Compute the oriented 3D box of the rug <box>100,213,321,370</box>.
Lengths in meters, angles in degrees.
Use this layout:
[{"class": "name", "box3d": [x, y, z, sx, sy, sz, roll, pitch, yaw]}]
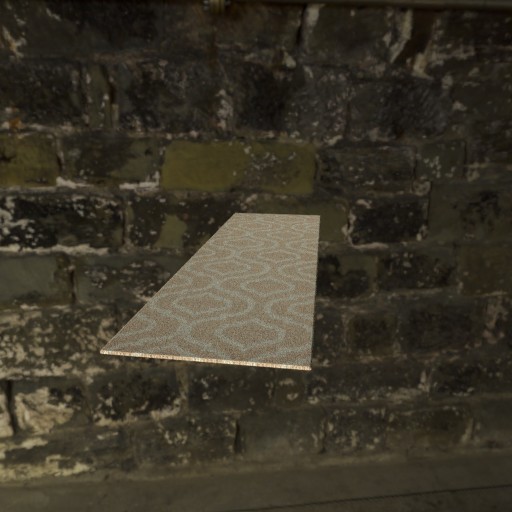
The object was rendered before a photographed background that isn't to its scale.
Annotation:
[{"class": "rug", "box3d": [0.000, 0.000, 2.485, 0.691, 0.013, 2.289, 3, 17, 8]}]
